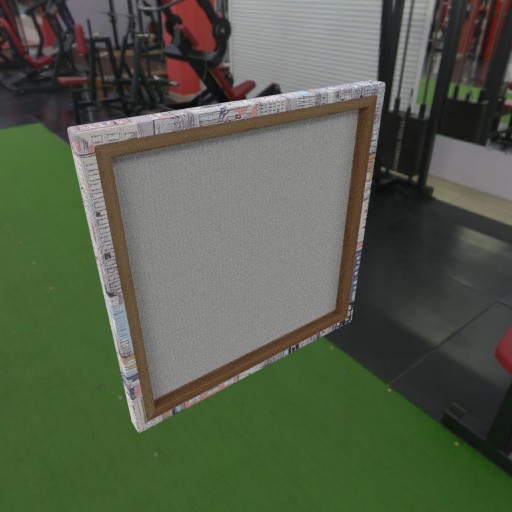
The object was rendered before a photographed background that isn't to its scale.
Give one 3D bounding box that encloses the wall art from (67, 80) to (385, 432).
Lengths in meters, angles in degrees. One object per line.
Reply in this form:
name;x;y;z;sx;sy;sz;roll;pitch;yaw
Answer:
wall art;0.000;0.000;1.125;0.761;0.762;0.048;-20;37;-30
